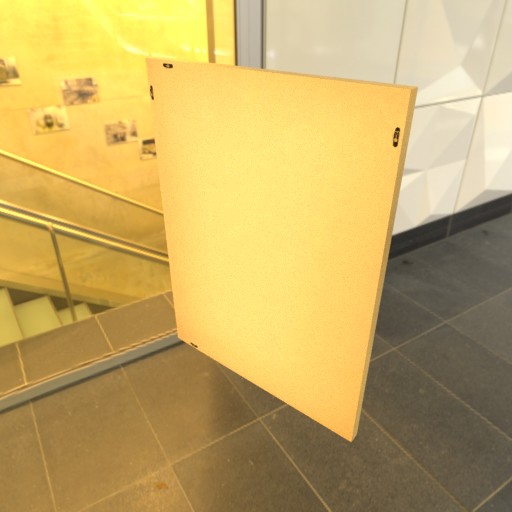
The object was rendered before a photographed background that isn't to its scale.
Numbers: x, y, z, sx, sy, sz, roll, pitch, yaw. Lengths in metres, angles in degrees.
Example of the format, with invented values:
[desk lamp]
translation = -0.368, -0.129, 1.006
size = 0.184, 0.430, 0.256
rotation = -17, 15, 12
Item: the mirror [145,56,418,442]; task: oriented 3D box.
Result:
[mirror]
translation = 0.000, 0.000, 1.298
size = 0.762, 1.016, 0.040
rotation = 22, 37, 32
